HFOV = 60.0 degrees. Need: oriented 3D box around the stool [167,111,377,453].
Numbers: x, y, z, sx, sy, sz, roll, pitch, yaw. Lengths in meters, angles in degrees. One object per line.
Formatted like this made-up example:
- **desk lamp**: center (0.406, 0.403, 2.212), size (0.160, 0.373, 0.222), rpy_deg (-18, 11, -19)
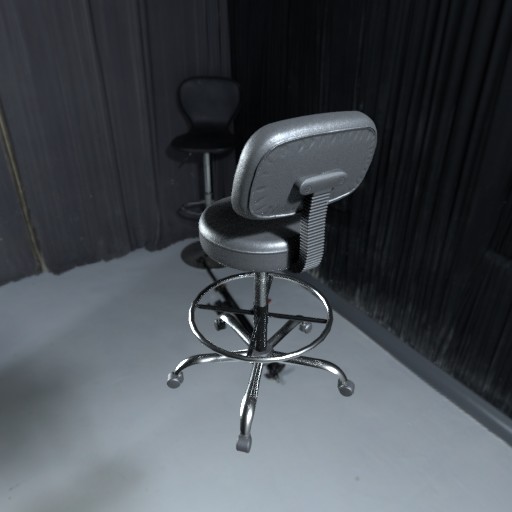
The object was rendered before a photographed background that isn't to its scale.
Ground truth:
- **stool**: center (0.000, 0.000, 1.542), size (0.694, 1.069, 0.658), rpy_deg (-18, 35, -27)
